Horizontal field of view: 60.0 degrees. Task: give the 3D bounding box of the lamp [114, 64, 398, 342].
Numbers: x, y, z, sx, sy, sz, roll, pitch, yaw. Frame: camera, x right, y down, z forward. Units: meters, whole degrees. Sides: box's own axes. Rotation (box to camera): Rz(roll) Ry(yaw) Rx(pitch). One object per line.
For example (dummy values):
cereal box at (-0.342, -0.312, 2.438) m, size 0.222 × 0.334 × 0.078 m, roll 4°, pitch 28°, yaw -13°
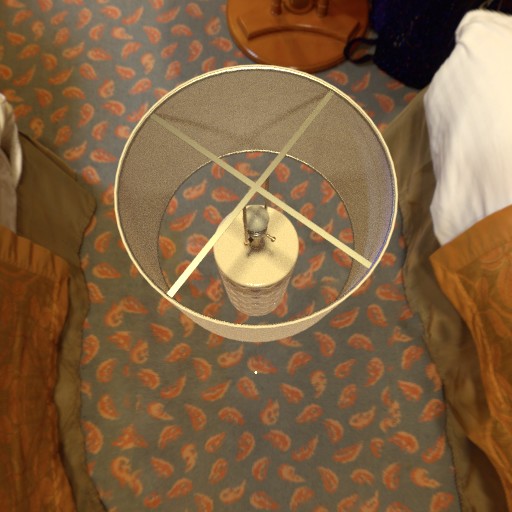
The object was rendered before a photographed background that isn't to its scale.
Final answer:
lamp at (0.000, 0.000, 0.817) m, size 0.324 × 0.636 × 0.325 m, roll 36°, pitch 78°, yaw 9°
